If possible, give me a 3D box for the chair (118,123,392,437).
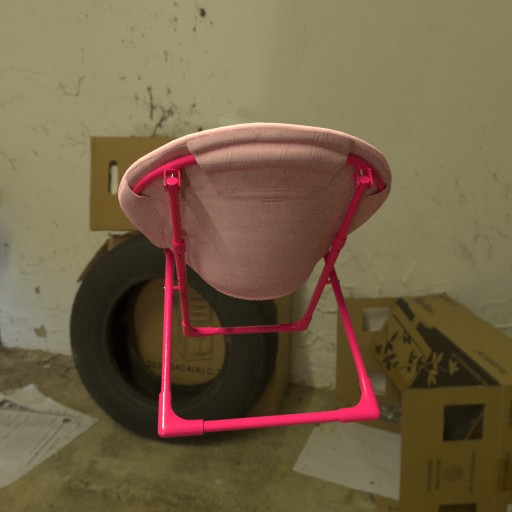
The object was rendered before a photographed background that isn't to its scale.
[{"bbox_3d":[0.000,0.000,0.901,0.522,0.494,0.459,-2,14,-7],"label":"chair"}]
